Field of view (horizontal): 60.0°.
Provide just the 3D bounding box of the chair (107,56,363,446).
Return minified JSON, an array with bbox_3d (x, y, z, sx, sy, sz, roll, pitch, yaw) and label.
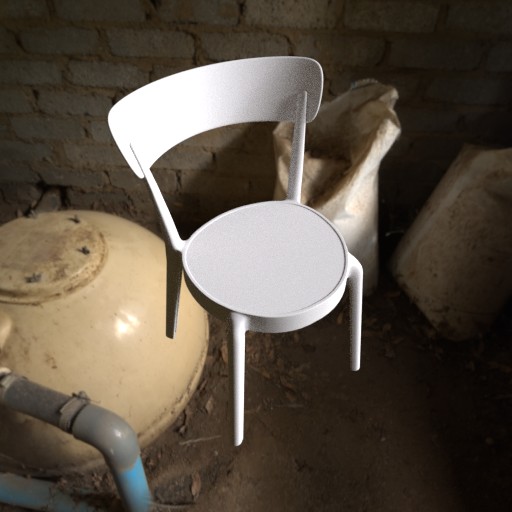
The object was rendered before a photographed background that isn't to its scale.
[{"bbox_3d":[0.000,0.000,1.124,0.506,0.790,0.491,-24,50,-22],"label":"chair"}]
